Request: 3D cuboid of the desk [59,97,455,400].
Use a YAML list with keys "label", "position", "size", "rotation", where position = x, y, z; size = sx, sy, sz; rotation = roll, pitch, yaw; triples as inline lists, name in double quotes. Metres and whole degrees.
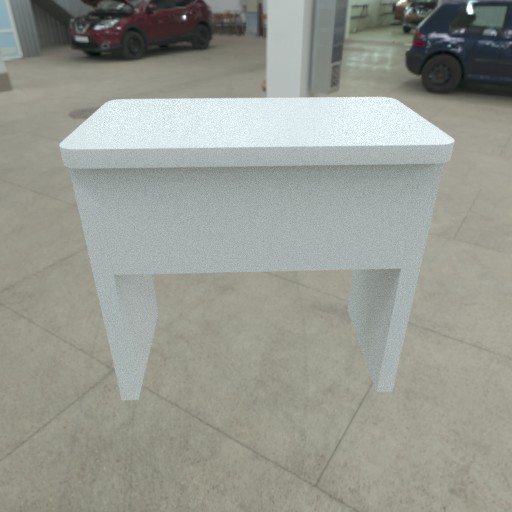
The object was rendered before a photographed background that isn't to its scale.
- label: "desk"
  position: [0.000, 0.000, 1.241]
  size: [0.790, 0.760, 0.446]
  rotation: [-1, 31, -2]
